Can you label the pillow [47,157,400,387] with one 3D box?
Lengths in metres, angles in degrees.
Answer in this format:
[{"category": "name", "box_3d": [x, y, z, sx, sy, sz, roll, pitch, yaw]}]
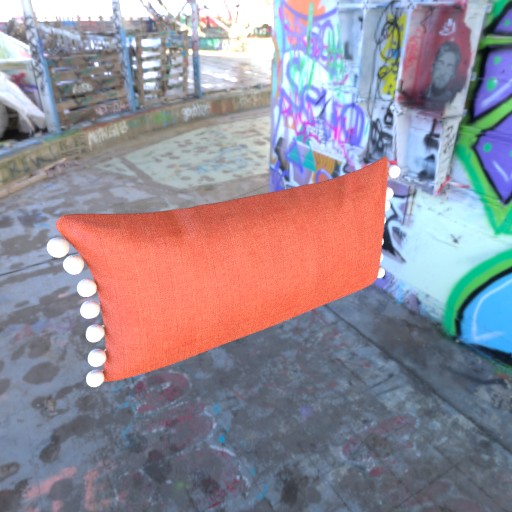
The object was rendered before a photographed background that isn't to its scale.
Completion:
[{"category": "pillow", "box_3d": [0.000, 0.000, 0.856, 0.709, 0.322, 0.201, -17, 33, -27]}]
